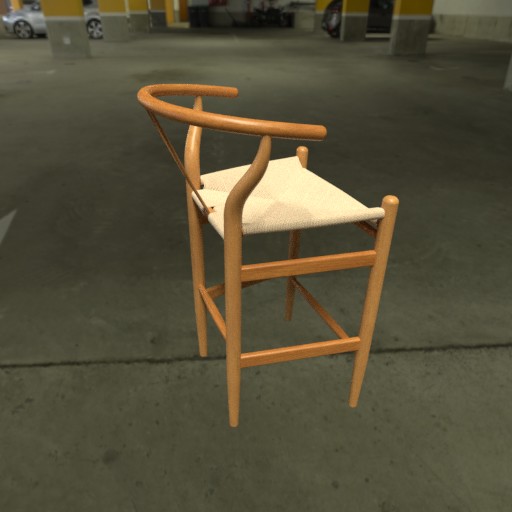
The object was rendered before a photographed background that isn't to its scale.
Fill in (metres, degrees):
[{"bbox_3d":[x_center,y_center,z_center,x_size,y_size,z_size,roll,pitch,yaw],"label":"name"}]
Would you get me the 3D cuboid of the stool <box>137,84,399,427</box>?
[{"bbox_3d":[0.000,0.000,1.344,0.579,0.970,0.569,-11,31,-19],"label":"stool"}]
